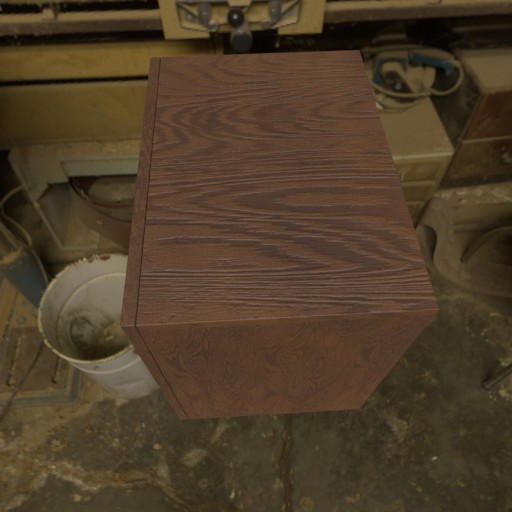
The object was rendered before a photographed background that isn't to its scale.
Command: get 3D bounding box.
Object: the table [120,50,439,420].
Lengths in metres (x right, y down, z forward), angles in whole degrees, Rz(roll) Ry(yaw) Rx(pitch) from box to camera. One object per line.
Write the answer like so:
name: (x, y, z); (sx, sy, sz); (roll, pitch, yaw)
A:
table: (0.000, 0.000, 0.957); (0.439, 0.585, 0.560); (-3, 58, -2)
